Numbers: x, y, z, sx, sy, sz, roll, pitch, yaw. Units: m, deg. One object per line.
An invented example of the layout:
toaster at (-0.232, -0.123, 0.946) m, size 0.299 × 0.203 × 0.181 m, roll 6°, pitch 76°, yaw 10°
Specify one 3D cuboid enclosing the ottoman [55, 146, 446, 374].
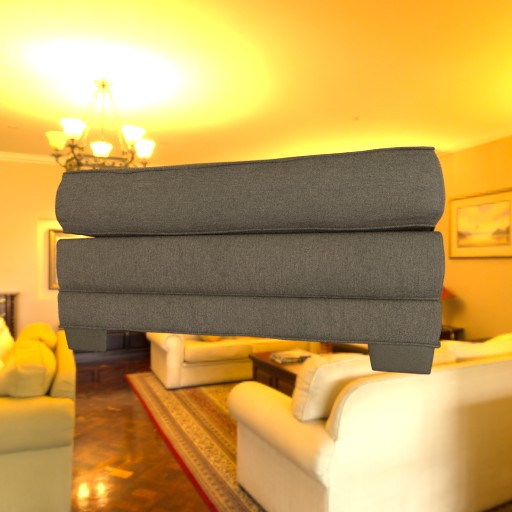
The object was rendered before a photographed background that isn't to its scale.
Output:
ottoman at (0.000, 0.000, 1.131) m, size 0.864 × 0.448 × 0.490 m, roll 0°, pitch -1°, yaw 17°
